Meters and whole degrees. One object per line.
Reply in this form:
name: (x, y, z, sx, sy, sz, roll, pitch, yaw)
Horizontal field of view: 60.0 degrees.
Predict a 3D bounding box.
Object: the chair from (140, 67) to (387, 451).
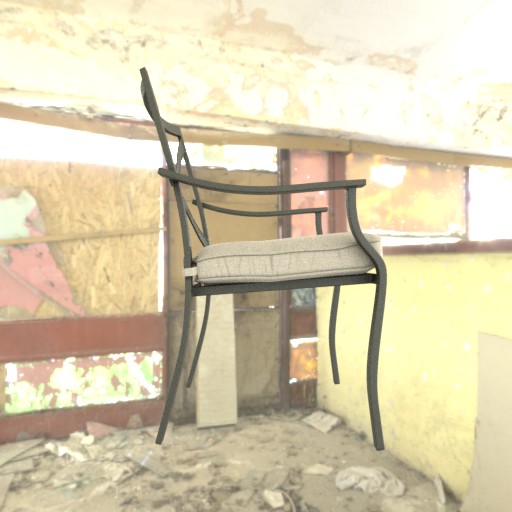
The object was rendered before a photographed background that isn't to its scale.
chair: (0.000, 0.000, 1.285, 0.620, 0.889, 0.575, 0, 0, 0)
